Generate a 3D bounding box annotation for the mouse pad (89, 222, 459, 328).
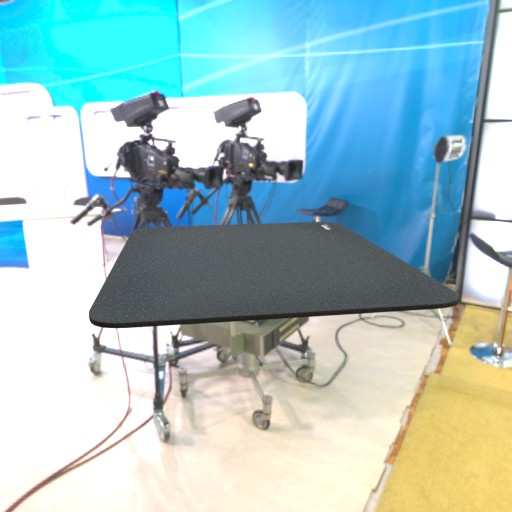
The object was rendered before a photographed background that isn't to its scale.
[{"bbox_3d":[0.000,0.000,0.334,0.203,0.003,0.229,-2,16,-8],"label":"mouse pad"}]
